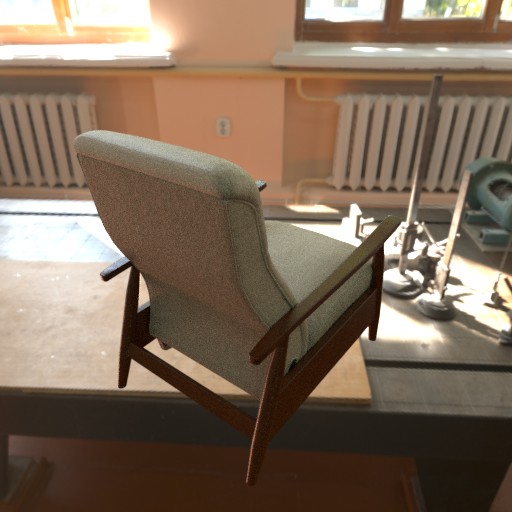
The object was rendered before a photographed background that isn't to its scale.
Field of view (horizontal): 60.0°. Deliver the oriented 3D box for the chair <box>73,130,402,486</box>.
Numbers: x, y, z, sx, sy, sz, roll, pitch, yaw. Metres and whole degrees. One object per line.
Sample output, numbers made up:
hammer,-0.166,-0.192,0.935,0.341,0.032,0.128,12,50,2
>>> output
chair,0.000,0.000,1.743,0.762,1.082,1.014,21,36,32
